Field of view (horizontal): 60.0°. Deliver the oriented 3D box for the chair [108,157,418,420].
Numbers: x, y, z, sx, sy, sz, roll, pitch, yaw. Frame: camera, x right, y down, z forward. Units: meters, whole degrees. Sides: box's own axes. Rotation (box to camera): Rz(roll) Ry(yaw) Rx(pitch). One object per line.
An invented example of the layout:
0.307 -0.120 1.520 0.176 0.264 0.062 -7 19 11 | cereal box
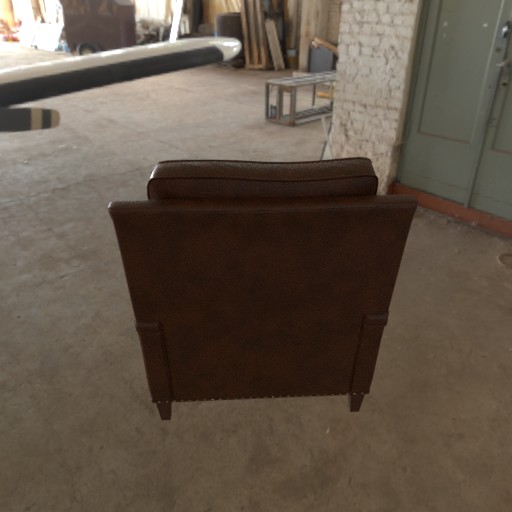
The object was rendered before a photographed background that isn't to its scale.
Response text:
0.000 0.000 1.861 0.854 1.054 1.035 -2 30 -3 | chair
